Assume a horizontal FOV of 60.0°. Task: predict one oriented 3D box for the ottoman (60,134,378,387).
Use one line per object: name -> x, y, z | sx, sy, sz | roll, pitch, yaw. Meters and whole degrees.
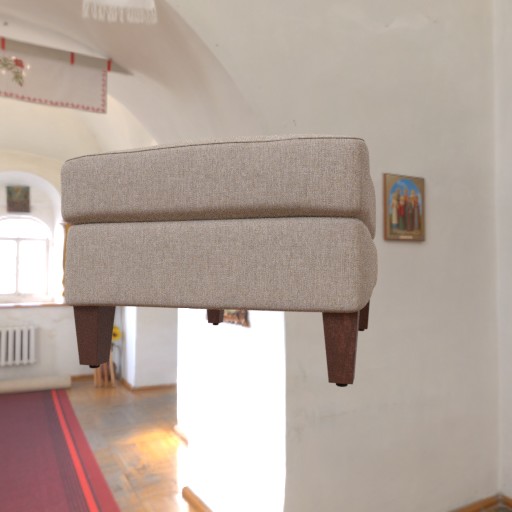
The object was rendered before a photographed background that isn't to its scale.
ottoman -> 0.000, 0.000, 1.296 | 0.677, 0.519, 0.898 | 0, -1, 16
